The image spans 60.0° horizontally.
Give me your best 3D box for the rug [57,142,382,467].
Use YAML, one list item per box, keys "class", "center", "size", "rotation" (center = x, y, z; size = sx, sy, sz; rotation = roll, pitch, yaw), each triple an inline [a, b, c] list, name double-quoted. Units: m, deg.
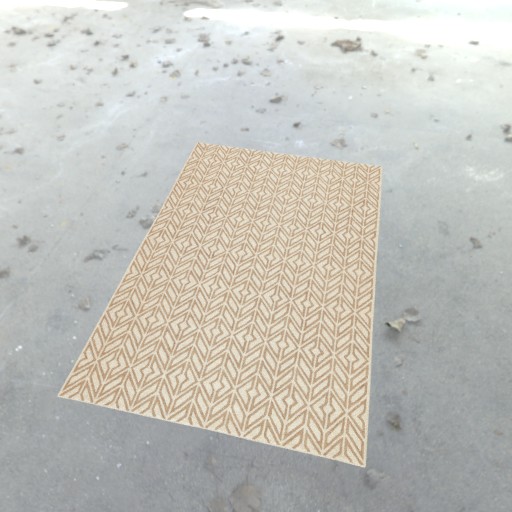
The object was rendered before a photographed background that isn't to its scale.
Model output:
- class: "rug"
  center: [0.000, 0.000, 2.281]
  size: [1.220, 0.007, 1.828]
  rotation: [9, 49, 8]
